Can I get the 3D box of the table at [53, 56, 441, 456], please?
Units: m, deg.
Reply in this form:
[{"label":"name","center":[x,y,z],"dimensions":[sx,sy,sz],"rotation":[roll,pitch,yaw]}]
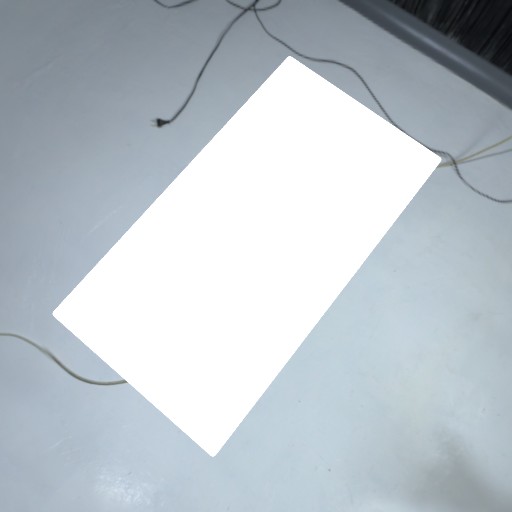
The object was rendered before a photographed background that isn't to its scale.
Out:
[{"label":"table","center":[0.000,0.000,2.209],"dimensions":[0.900,0.760,1.600],"rotation":[38,79,9]}]
